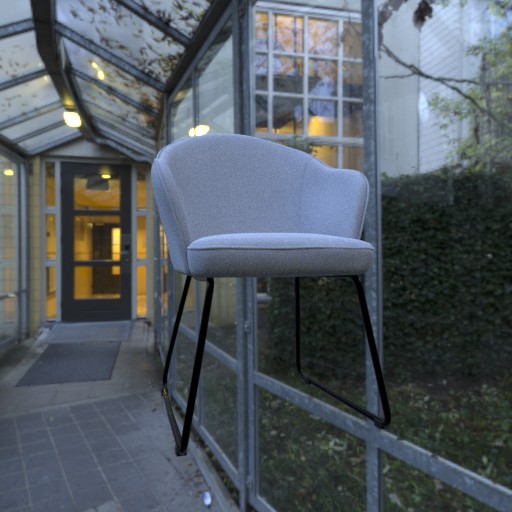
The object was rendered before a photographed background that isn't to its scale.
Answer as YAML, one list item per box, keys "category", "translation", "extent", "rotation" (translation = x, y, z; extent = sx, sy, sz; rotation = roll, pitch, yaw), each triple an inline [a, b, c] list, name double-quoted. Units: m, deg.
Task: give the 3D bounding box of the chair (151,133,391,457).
- category: "chair"
  translation: [0.000, 0.000, 1.227]
  extent: [0.570, 0.817, 0.592]
  rotation: [0, 1, -18]
